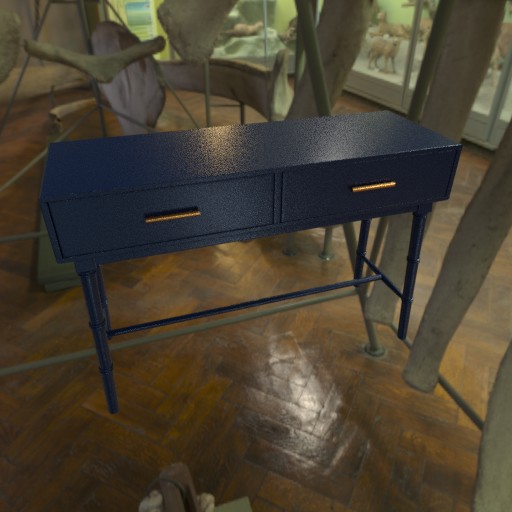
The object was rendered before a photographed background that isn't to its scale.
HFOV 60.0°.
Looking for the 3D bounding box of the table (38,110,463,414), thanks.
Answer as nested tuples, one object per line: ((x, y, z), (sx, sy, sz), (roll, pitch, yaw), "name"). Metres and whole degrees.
((0.000, 0.000, 1.454), (1.118, 0.749, 0.399), (-10, 34, -15), "table")
